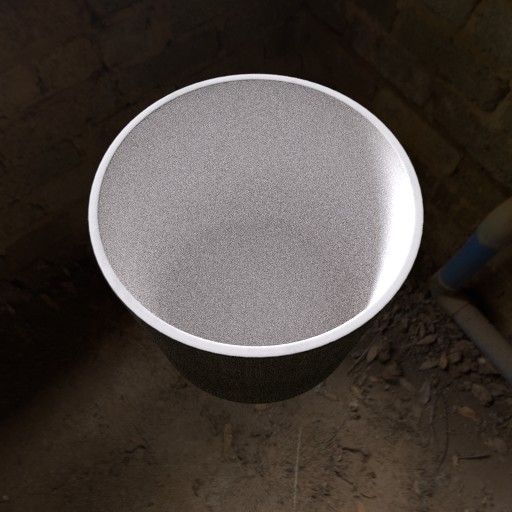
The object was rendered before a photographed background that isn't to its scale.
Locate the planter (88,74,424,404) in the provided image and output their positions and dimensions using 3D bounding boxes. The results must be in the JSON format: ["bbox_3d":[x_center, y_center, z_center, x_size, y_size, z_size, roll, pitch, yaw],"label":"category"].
[{"bbox_3d":[0.000,0.000,0.438,0.254,0.221,0.254,0,64,0],"label":"planter"}]
